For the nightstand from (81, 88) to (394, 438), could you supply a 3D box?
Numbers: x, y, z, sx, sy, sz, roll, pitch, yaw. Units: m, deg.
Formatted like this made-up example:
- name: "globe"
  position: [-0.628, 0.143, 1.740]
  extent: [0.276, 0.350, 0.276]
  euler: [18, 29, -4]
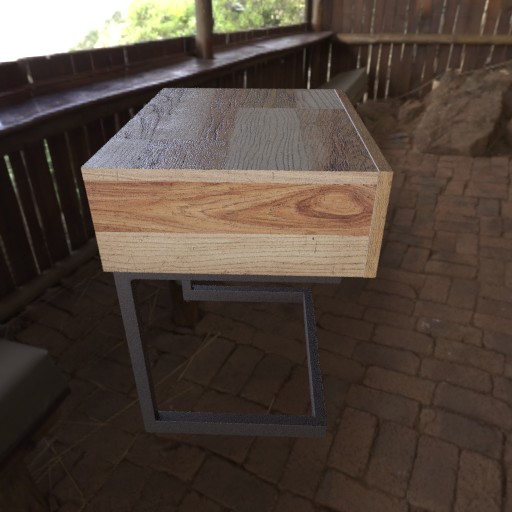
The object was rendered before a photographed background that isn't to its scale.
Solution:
- name: "nightstand"
  position: [0.000, 0.000, 1.028]
  extent: [0.481, 0.632, 0.558]
  euler: [1, 32, 2]
